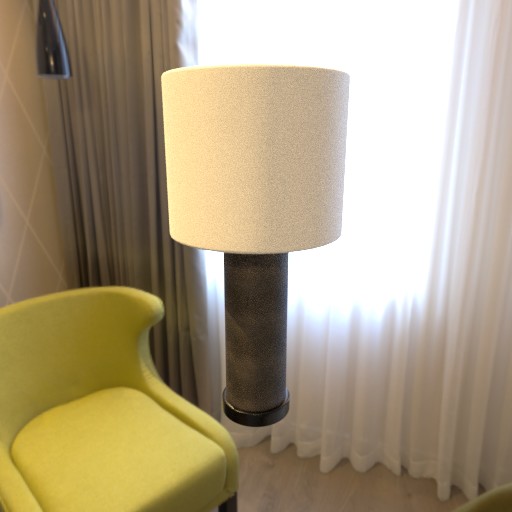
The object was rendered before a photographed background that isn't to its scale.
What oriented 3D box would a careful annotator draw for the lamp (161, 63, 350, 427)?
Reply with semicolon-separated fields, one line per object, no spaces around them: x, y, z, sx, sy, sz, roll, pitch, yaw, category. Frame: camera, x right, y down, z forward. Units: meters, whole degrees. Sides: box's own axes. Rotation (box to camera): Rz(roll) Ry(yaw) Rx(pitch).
0.000;0.000;0.813;0.305;0.634;0.305;-3;16;-10;lamp
